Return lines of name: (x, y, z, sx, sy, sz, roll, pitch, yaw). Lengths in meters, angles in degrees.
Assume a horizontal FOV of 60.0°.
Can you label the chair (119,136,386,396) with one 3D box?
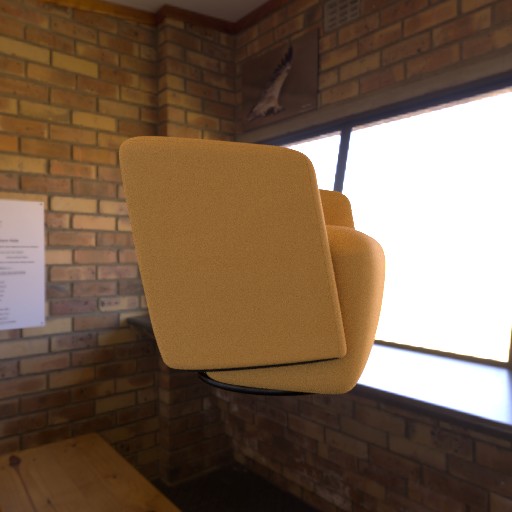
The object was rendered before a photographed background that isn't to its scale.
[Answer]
chair: (0.000, 0.000, 1.373, 0.767, 0.698, 0.773, 0, 1, 18)
